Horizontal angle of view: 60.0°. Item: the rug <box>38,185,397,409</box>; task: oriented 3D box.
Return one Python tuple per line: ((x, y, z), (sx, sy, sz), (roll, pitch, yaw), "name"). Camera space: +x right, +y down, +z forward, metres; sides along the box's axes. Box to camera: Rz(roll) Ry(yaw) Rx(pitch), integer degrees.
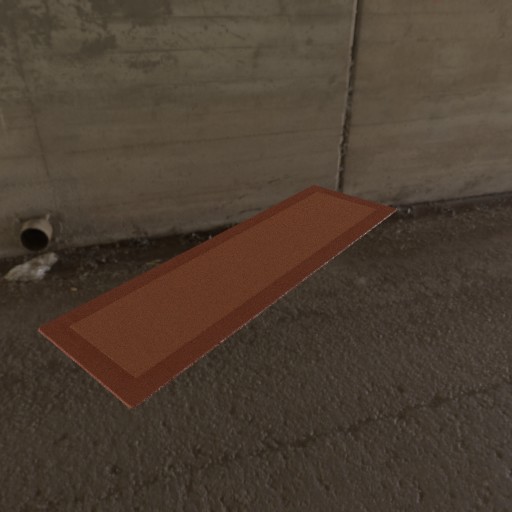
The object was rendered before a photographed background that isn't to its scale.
((0.000, 0.000, 2.751), (0.914, 0.013, 2.471), (21, 37, 30), "rug")
